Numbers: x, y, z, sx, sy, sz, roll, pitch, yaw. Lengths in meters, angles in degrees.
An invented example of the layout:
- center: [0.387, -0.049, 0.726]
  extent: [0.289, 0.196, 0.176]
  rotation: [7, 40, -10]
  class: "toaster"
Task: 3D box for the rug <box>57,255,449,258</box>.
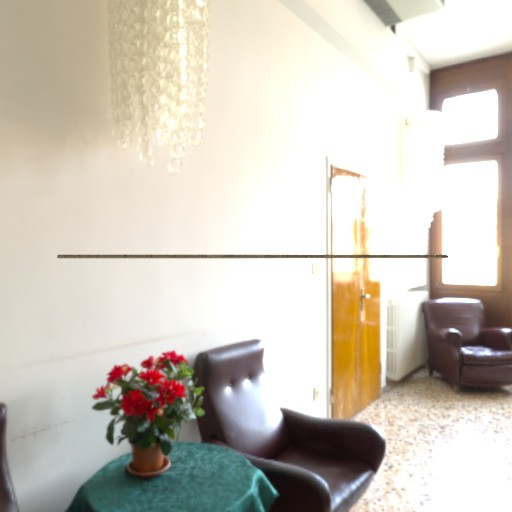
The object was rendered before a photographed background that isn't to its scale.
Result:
- center: [0.000, 0.000, 2.858]
  extent: [1.521, 0.015, 2.280]
  rotation: [0, 0, 1]
  class: "rug"
